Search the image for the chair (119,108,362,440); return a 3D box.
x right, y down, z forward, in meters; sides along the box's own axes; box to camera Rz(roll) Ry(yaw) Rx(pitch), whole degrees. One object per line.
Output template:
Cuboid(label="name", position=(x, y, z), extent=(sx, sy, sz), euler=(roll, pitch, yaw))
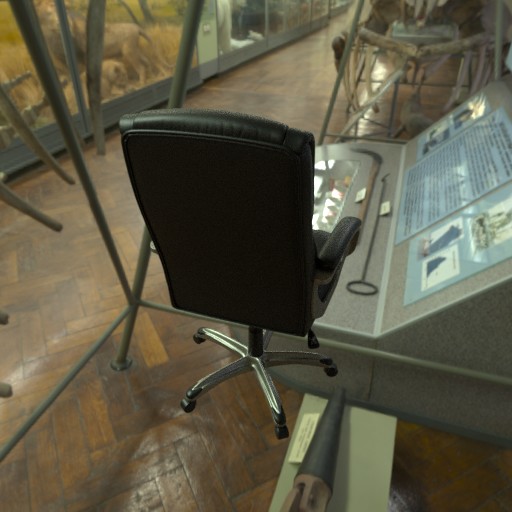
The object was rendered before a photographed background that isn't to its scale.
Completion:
Cuboid(label="chair", position=(0.000, 0.000, 1.559), extent=(0.663, 1.155, 0.739), euler=(10, 34, 16))
